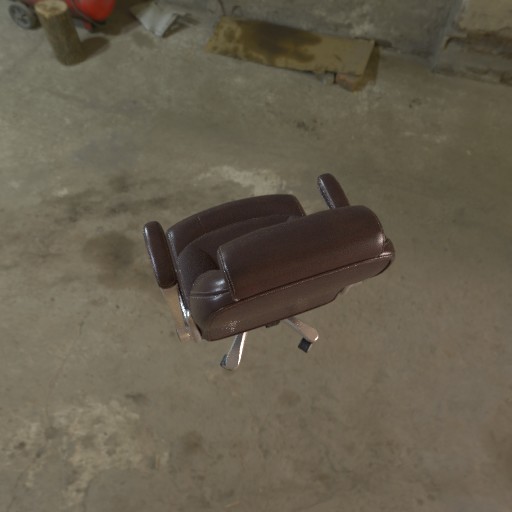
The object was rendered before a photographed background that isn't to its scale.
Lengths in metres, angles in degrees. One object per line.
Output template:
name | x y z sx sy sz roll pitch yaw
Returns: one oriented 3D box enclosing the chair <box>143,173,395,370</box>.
chair | 0.000 0.000 1.642 0.733 1.160 0.774 -17 60 -10
